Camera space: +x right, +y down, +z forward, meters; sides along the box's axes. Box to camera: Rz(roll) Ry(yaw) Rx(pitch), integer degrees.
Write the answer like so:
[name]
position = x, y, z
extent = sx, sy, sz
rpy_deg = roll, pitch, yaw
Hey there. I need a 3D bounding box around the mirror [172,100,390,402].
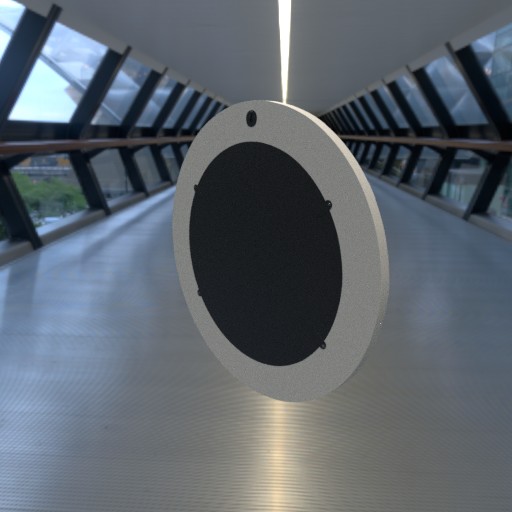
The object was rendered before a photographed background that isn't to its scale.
[mirror]
position = 0.000, 0.000, 1.380
extent = 0.038, 0.914, 0.914
rpy_deg = -13, 19, -40
